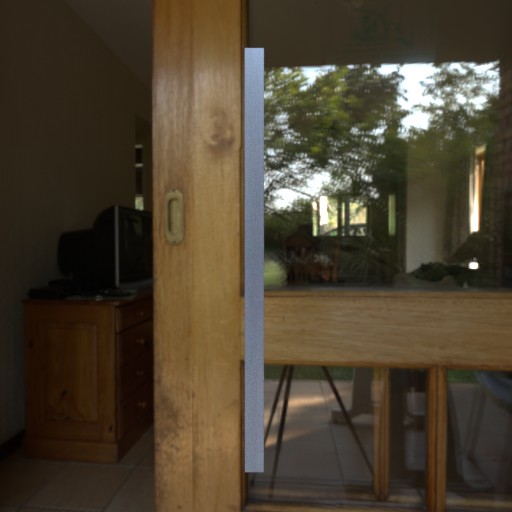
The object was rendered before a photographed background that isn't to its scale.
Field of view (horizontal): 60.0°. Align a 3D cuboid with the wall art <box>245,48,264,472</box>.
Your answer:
[{"bbox_3d":[0.000,0.000,0.912,0.026,0.558,0.660,0,2,0],"label":"wall art"}]
